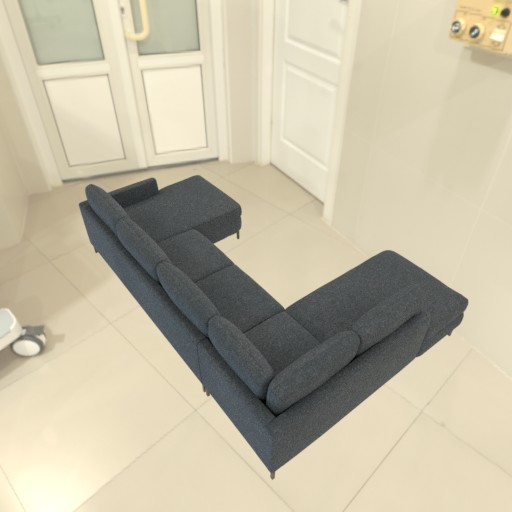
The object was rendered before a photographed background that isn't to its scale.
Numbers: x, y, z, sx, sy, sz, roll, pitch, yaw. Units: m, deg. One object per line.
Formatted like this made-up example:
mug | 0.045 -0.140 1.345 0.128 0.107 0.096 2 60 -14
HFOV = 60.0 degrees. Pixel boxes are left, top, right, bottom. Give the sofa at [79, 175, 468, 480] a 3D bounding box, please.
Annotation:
sofa | 0.000 0.000 3.889 2.007 0.813 2.956 -27 47 -28
